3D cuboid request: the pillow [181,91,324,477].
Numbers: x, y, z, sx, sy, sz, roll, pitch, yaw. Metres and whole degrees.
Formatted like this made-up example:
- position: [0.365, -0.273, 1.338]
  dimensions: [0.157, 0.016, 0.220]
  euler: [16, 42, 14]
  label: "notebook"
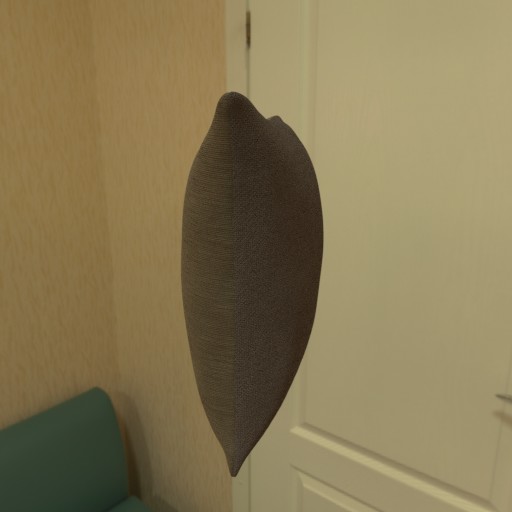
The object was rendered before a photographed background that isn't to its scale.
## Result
- position: [0.000, 0.000, 0.684]
  dimensions: [0.204, 0.439, 0.452]
  euler: [2, 14, 8]
  label: "pillow"
